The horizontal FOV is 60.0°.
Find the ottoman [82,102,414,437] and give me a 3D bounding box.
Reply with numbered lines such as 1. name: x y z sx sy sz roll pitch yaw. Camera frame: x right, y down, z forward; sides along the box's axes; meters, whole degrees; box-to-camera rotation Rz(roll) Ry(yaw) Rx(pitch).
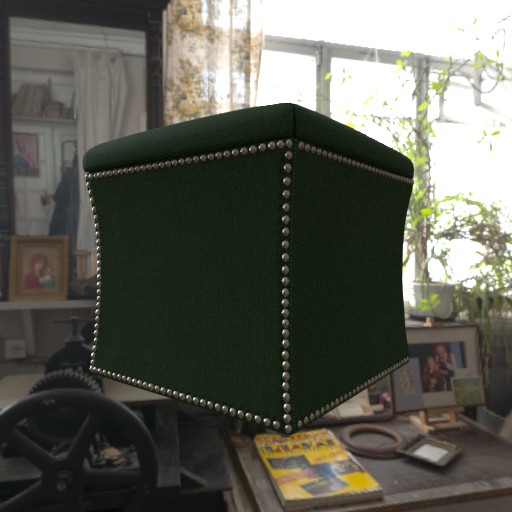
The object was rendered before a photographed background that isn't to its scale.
1. ottoman: 0.000 0.000 0.904 0.507 0.475 0.497 1 2 38
